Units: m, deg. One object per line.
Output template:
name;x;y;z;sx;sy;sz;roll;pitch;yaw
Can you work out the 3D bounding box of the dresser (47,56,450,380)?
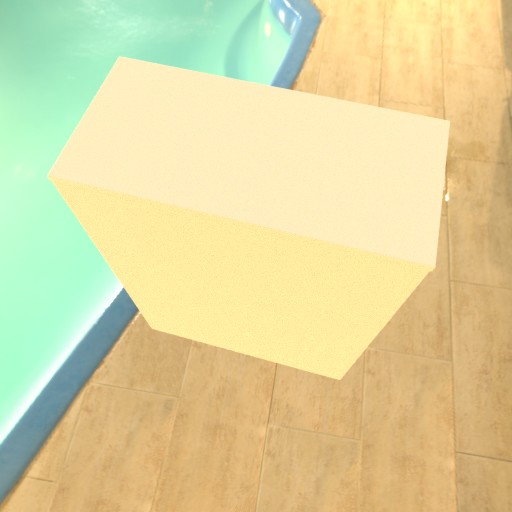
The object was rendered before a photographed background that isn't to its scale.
dresser;0.000;0.000;1.423;0.800;1.040;0.380;14;64;7
